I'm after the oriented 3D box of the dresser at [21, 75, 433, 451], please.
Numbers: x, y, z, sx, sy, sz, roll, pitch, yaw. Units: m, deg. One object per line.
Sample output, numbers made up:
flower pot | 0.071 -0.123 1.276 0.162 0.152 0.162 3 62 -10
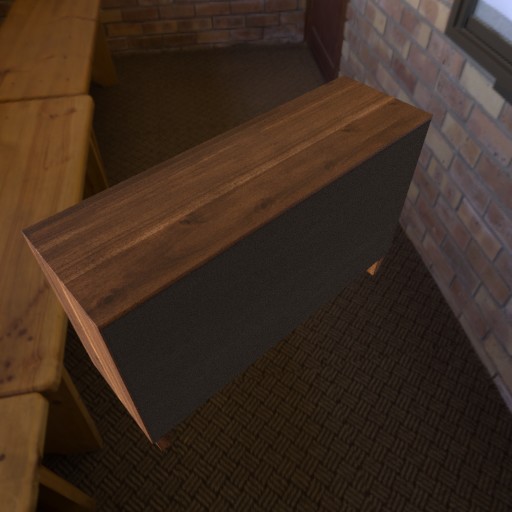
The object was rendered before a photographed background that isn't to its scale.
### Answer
dresser | 0.000 0.000 1.774 1.387 0.892 0.438 -34 56 -27
